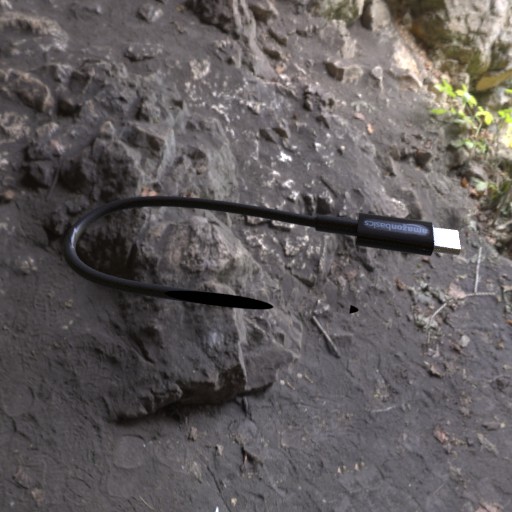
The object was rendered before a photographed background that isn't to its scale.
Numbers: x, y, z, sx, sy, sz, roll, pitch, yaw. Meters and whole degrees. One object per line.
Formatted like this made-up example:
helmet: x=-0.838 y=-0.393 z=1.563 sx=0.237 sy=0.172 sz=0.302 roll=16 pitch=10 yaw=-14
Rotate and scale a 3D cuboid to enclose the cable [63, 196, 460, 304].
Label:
cable: x=0.000 y=0.000 z=0.109 sx=0.098 sy=0.005 sz=0.041 roll=9 pitch=48 yaw=8
